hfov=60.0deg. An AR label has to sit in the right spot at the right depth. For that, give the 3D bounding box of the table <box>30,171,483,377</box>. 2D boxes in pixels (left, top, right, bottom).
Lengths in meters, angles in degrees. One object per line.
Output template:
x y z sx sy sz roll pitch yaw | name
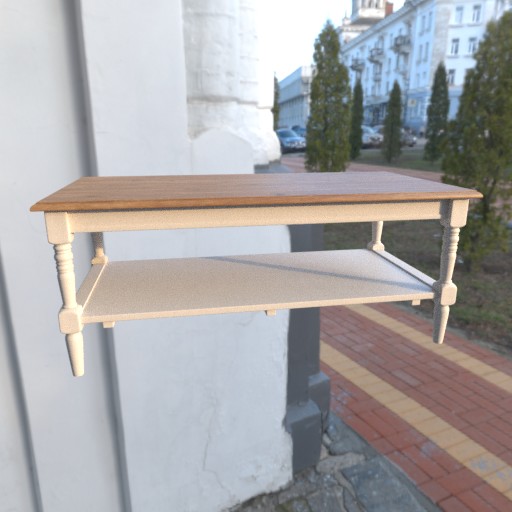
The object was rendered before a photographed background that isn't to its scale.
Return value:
0.000 0.000 1.399 1.118 0.458 0.559 -3 16 -10 | table
